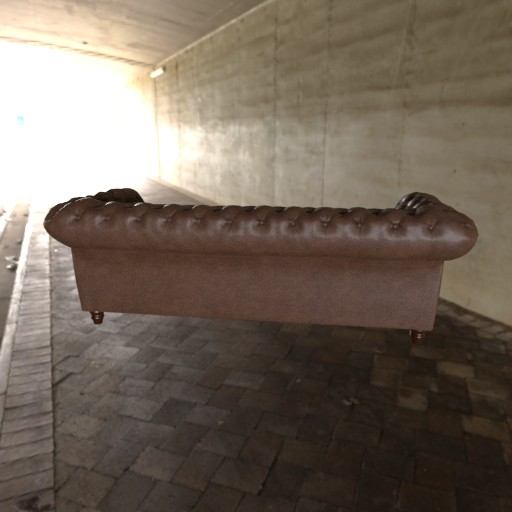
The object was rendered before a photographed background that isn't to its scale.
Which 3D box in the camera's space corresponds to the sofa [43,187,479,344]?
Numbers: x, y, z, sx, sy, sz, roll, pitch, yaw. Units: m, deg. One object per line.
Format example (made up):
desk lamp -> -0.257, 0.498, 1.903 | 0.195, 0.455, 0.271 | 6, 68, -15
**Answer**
sofa -> 0.000, 0.000, 2.814 | 2.385, 0.783, 0.944 | 2, 16, 8
